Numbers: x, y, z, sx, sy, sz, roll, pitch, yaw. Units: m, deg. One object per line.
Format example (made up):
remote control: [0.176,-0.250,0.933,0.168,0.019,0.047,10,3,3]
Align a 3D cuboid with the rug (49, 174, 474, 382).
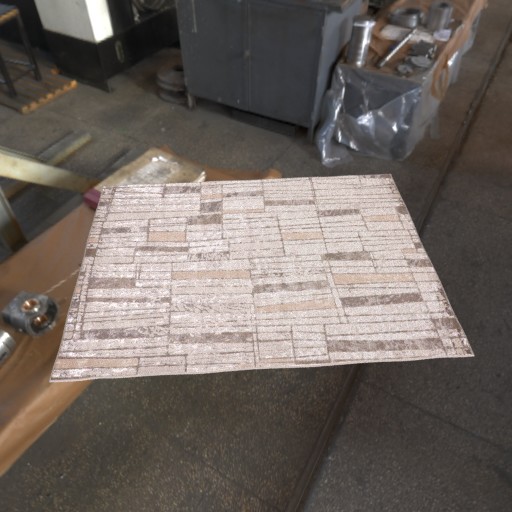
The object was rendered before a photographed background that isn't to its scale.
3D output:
rug: [0.000,0.000,4.312,3.357,0.019,2.449,-3,47,-3]
